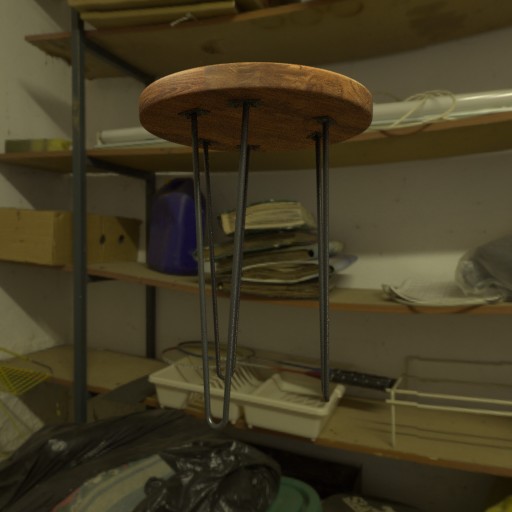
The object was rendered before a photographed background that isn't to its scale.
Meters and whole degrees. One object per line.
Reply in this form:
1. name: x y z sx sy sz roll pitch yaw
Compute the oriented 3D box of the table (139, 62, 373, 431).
1. table: 0.000 0.000 0.788 0.400 0.520 0.400 0 1 0
